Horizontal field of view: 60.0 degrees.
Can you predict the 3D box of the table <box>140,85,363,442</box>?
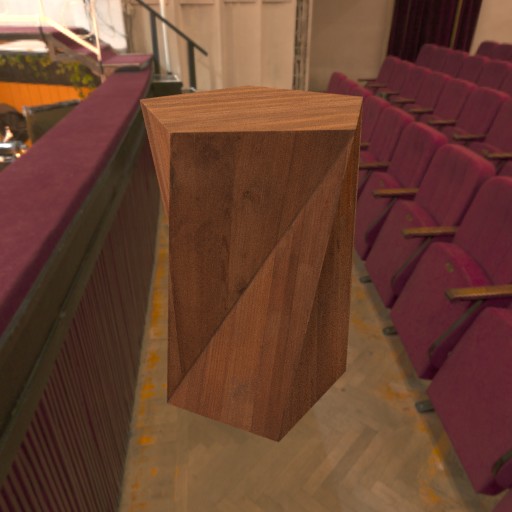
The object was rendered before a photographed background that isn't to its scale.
[{"bbox_3d":[0.000,0.000,0.921,0.425,0.604,0.441,-1,30,-2],"label":"table"}]
